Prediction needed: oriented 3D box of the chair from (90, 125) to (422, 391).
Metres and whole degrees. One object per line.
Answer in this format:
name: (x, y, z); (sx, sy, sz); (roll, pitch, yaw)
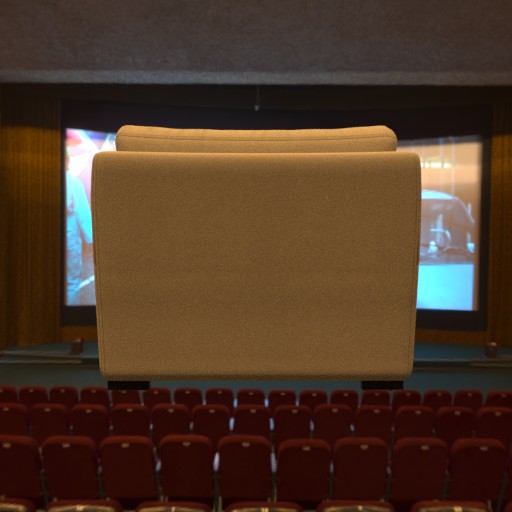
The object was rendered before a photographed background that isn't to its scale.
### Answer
chair: (0.000, 0.000, 1.970); (1.140, 0.930, 1.158); (0, 0, 0)
